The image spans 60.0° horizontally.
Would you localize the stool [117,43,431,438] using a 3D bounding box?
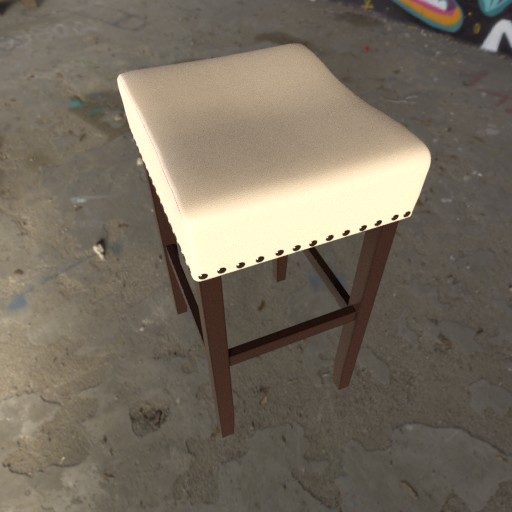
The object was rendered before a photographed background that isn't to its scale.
[{"bbox_3d":[0.000,0.000,1.032,0.401,0.762,0.471,-17,49,-15],"label":"stool"}]
